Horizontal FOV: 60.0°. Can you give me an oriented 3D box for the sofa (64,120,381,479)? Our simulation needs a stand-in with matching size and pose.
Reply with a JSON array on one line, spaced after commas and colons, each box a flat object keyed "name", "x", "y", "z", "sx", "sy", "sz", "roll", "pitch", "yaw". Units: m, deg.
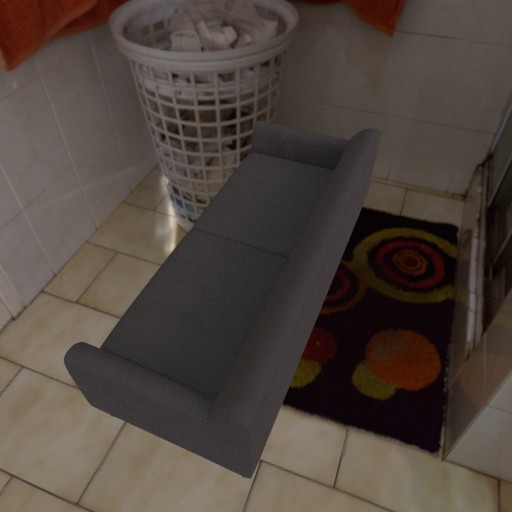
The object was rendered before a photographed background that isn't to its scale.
[{"name": "sofa", "x": 0.000, "y": 0.000, "z": 2.626, "sx": 0.900, "sy": 0.740, "sz": 2.190, "roll": 17, "pitch": 49, "yaw": 16}]
